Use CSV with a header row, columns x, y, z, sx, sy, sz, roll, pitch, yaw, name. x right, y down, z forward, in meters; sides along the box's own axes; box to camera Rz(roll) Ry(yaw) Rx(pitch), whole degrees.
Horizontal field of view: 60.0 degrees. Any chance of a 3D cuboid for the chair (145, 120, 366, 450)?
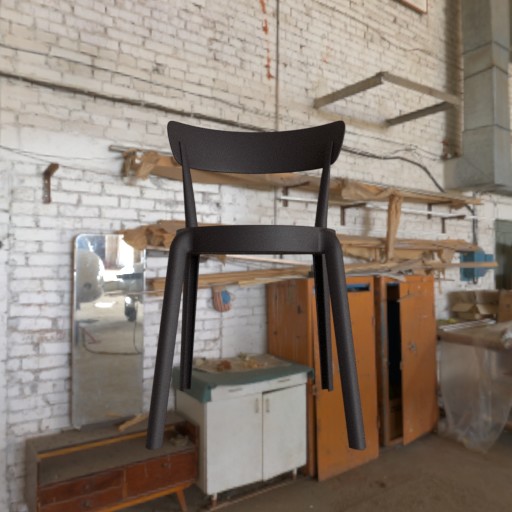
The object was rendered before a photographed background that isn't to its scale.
x,y,z,sx,sy,sz,roll,pitch,yaw,name
0.000,0.000,1.139,0.506,0.790,0.491,0,-1,0,chair
